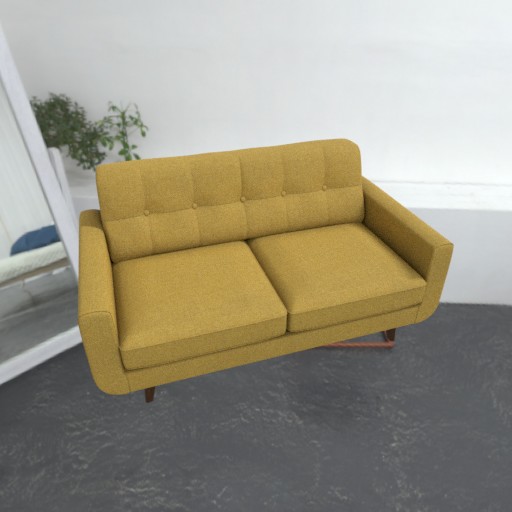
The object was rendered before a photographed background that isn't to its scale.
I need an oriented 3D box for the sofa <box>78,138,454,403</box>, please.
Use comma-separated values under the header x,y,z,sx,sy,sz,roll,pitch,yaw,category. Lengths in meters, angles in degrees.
x,y,z,sx,sy,sz,roll,pitch,yaw,category
0.000,0.000,2.214,1.631,0.841,0.909,-10,34,-15,sofa
